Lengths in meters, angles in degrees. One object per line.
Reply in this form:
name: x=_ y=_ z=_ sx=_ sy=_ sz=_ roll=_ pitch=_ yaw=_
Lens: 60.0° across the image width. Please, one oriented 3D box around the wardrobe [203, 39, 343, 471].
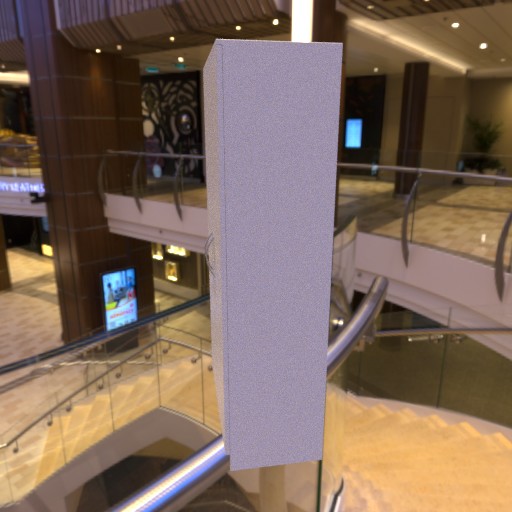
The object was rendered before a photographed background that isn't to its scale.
wardrobe: x=0.000 y=0.000 z=2.066 sx=0.470 sy=1.700 sz=0.760 roll=-3 pitch=16 yaw=-9
